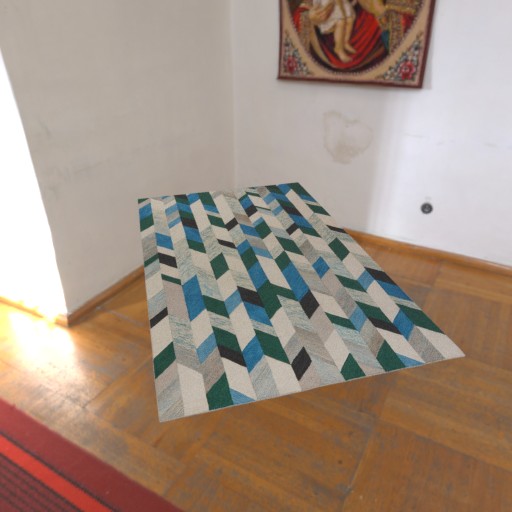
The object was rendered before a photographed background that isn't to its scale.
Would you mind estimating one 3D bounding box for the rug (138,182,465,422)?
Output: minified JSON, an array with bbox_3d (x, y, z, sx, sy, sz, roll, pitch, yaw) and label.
[{"bbox_3d":[0.000,0.000,3.041,1.507,0.007,2.433,-8,32,-13],"label":"rug"}]
